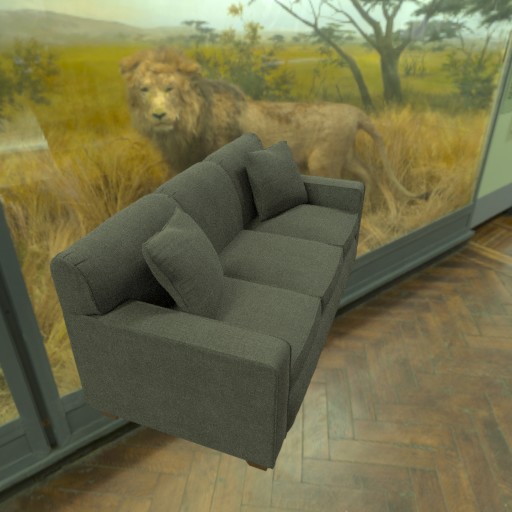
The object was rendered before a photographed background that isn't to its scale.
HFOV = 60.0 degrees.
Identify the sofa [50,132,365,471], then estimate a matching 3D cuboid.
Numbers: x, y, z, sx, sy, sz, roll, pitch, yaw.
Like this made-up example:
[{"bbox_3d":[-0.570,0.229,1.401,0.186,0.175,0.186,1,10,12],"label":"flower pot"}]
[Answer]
[{"bbox_3d":[0.000,0.000,2.584,0.997,0.958,2.024,11,31,18],"label":"sofa"}]
